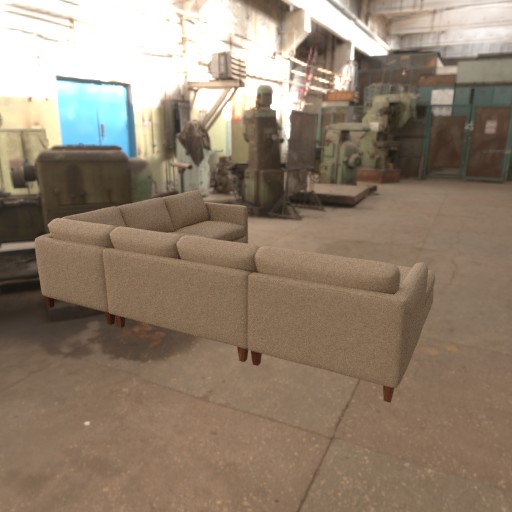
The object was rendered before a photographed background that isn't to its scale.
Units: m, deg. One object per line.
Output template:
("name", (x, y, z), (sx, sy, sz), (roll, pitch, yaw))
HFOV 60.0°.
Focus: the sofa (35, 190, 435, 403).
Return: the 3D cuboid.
("sofa", (0.000, 0.000, 4.492), (3.403, 0.889, 2.551), (8, 18, 27))
